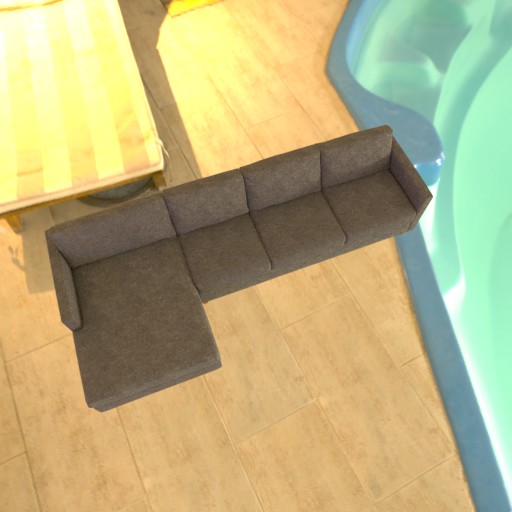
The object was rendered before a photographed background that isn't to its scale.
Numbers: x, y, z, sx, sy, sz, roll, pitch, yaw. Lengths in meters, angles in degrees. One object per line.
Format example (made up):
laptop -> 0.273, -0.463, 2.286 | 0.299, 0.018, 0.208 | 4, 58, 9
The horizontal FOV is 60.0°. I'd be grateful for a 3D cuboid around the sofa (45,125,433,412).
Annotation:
sofa -> 0.000, 0.000, 4.128 | 3.471, 0.954, 1.606 | -19, 64, -9
